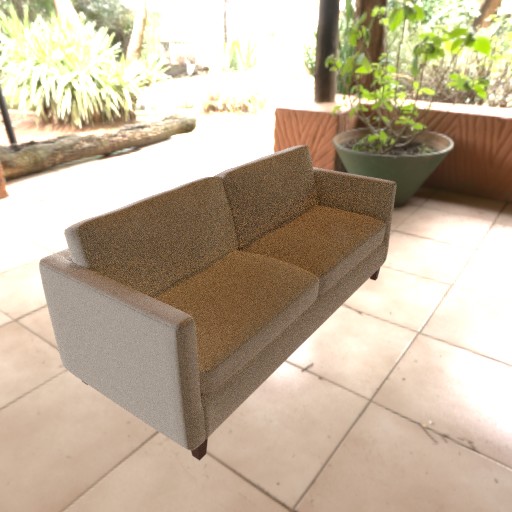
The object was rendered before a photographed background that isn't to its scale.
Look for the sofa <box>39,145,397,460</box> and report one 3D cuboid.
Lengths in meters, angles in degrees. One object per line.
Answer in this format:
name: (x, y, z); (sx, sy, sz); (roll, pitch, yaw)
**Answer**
sofa: (0.000, 0.000, 2.623); (0.924, 0.933, 2.139); (18, 31, 32)
